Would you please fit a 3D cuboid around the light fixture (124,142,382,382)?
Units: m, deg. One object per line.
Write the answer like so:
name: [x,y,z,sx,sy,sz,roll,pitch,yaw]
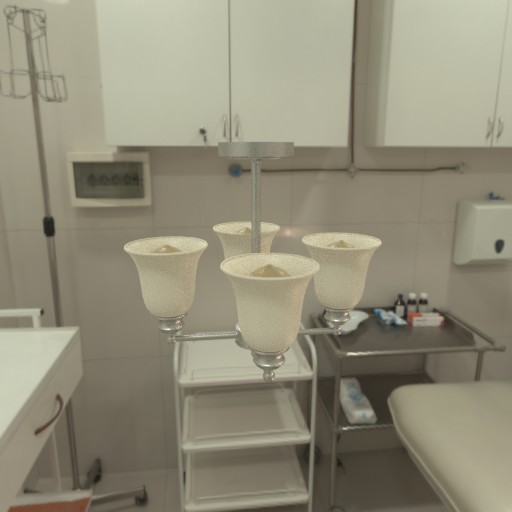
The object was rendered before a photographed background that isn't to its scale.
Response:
light fixture: [0.000,0.000,0.745,0.427,0.370,0.427,-2,14,-7]
